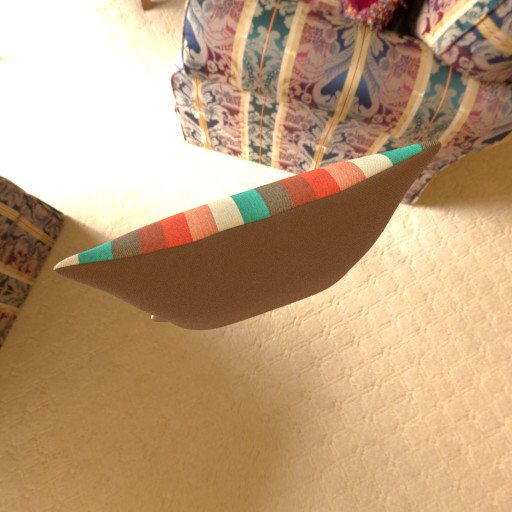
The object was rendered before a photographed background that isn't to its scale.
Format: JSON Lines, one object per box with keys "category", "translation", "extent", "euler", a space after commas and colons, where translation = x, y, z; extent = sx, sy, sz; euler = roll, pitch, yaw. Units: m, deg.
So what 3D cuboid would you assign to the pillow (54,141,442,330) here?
{"category": "pillow", "translation": [0.000, 0.000, 0.699], "extent": [0.453, 0.443, 0.168], "euler": [-19, 76, -5]}
